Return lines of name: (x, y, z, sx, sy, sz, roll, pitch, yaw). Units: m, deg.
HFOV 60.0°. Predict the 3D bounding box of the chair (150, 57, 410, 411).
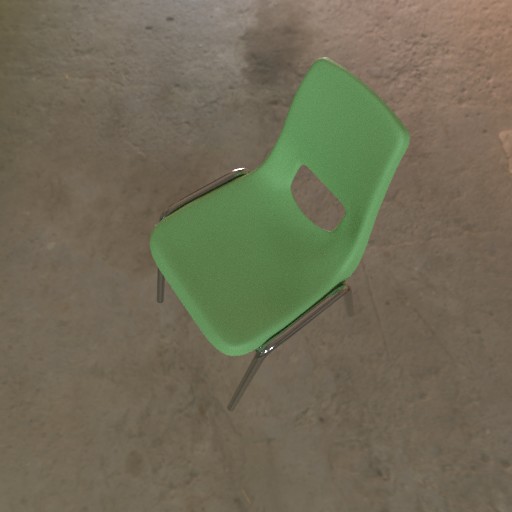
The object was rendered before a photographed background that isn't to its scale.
chair: (0.000, 0.000, 0.946, 0.436, 0.704, 0.381, -33, 69, -14)
